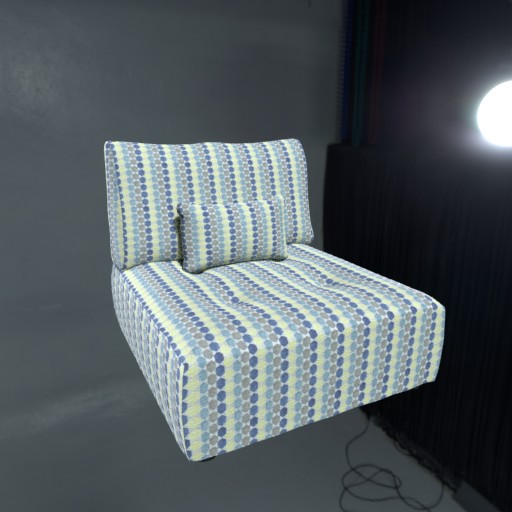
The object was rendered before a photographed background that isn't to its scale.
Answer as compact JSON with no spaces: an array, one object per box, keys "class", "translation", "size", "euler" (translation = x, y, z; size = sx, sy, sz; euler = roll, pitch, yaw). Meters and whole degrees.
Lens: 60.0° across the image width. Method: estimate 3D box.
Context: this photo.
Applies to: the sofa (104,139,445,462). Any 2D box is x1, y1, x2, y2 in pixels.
[{"class":"sofa","translation":[0.000,0.000,1.673],"size":[0.930,0.830,1.000],"euler":[-8,18,-26]}]
